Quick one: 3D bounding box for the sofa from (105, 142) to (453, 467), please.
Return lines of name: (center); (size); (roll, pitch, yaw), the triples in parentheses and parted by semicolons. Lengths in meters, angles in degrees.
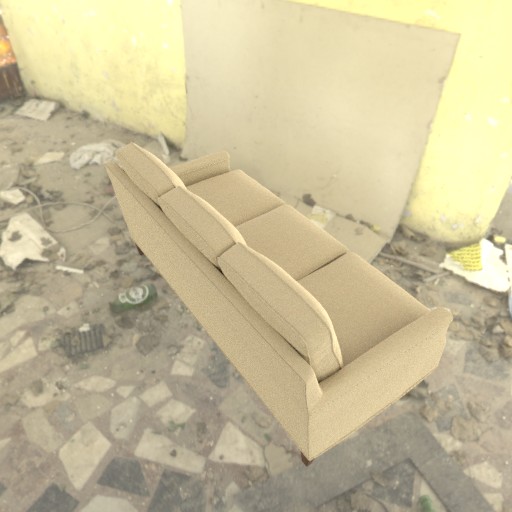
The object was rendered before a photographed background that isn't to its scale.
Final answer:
sofa: (0.000, 0.000, 2.851); (1.084, 1.003, 2.246); (-24, 46, -26)
